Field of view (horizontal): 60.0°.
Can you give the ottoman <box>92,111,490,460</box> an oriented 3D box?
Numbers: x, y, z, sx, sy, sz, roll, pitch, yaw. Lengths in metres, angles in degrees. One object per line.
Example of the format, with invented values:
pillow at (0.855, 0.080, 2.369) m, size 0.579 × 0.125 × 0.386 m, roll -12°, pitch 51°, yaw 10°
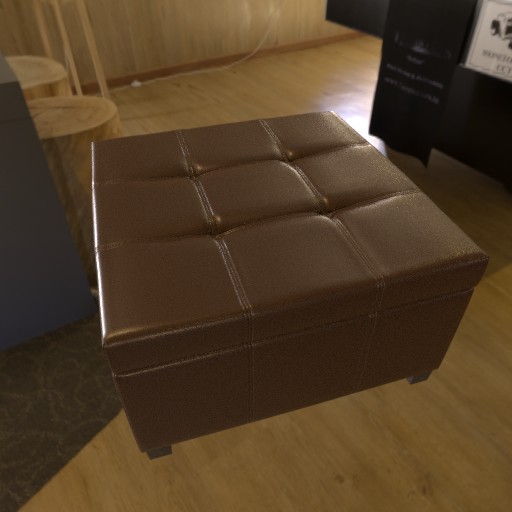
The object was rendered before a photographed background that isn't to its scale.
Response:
ottoman at (0.000, 0.000, 1.239) m, size 0.788 × 0.460 × 0.787 m, roll -11°, pitch 42°, yaw -13°
